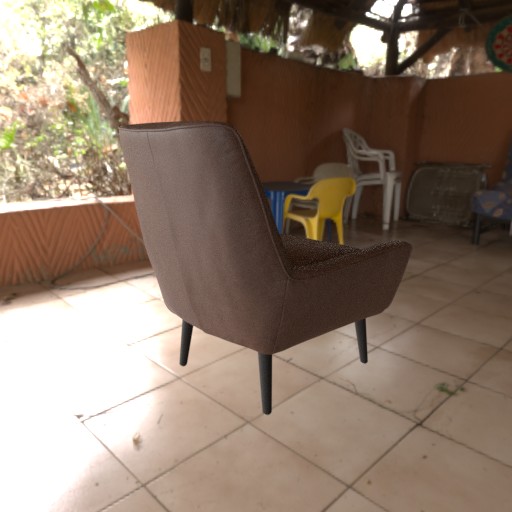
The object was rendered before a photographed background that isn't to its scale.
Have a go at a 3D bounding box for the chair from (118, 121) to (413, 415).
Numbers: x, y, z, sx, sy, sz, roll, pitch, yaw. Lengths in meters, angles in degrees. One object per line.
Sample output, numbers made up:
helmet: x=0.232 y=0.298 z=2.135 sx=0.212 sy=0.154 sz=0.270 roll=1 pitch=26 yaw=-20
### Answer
chair: x=0.000 y=0.000 z=1.562 sx=0.787 sy=0.888 sz=0.824 roll=14 pitch=20 yaw=43
